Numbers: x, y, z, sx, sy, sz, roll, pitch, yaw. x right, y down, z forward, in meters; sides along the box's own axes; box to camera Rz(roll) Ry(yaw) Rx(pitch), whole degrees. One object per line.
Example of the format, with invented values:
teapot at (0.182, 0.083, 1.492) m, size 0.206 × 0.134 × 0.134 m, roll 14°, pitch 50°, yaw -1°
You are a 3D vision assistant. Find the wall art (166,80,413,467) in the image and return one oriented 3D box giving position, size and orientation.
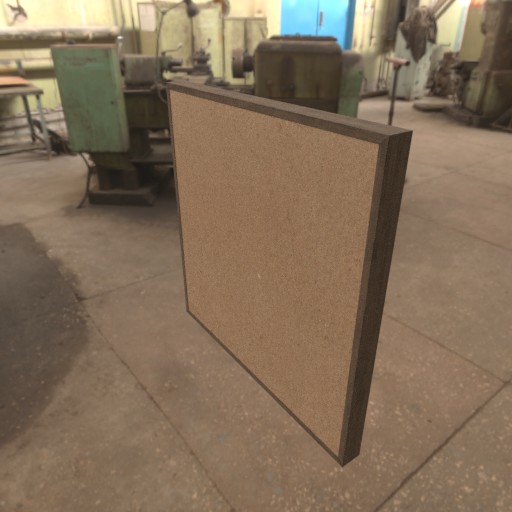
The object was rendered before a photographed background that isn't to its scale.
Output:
wall art at (0.000, 0.000, 0.755) m, size 0.038 × 0.508 × 0.508 m, roll -19°, pitch 34°, yaw -31°
